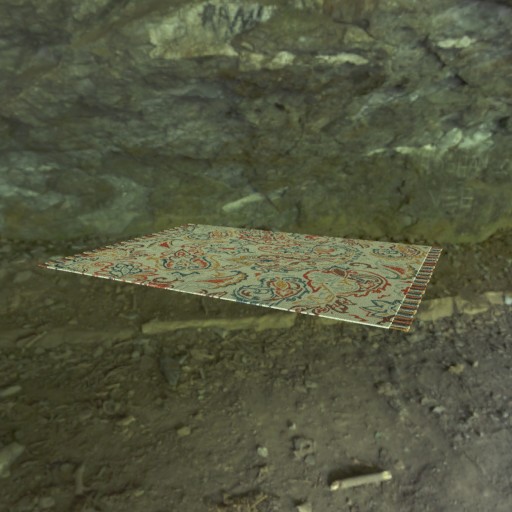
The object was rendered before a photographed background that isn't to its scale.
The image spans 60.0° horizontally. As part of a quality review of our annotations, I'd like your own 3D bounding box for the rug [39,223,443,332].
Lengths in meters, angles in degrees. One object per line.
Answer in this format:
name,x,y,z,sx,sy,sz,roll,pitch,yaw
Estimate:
rug,0.000,0.000,4.430,3.274,0.015,2.439,7,16,26
